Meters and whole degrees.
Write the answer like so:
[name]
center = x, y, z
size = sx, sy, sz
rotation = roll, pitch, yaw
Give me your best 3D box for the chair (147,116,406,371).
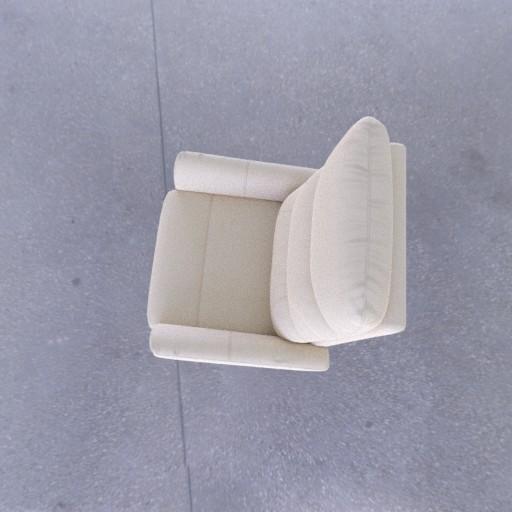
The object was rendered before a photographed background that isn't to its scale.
[chair]
center = 0.000, 0.000, 1.614
size = 0.831, 1.082, 0.775
rotation = 5, 76, 1
